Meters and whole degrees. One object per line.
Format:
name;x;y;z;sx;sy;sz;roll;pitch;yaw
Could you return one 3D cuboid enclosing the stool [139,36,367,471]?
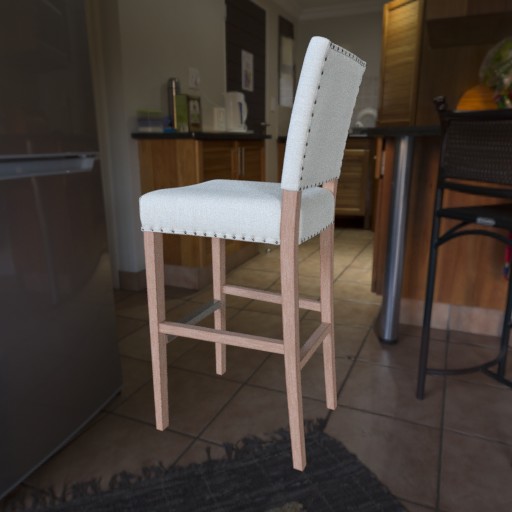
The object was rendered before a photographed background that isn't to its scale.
stool;0.000;0.000;1.376;0.546;1.143;0.428;7;17;25
